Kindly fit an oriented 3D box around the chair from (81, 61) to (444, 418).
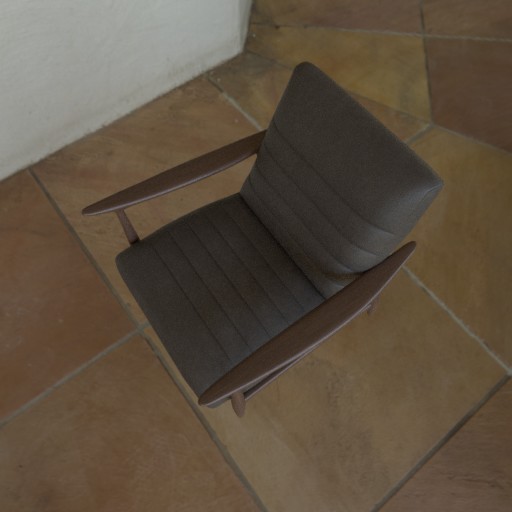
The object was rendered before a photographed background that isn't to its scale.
[{"bbox_3d":[0.000,0.000,1.457,0.798,0.831,0.741,-32,67,-15],"label":"chair"}]
